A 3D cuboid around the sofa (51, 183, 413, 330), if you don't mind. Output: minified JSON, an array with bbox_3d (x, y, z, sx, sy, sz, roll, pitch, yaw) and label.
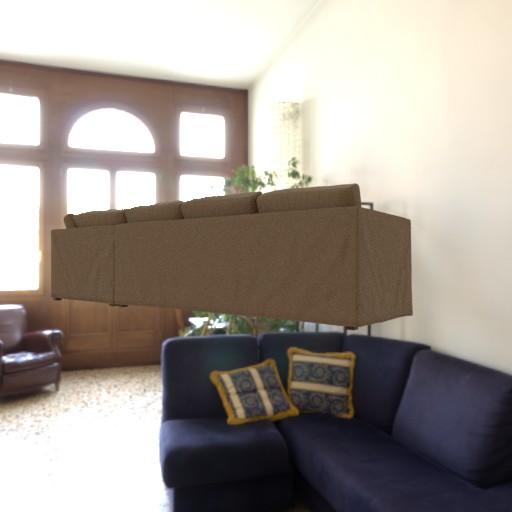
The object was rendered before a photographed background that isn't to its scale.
[{"bbox_3d":[0.000,0.000,4.310,3.182,0.871,2.432,0,-1,36],"label":"sofa"}]
